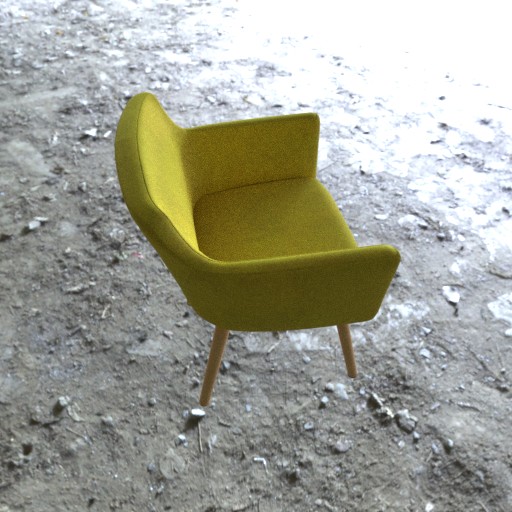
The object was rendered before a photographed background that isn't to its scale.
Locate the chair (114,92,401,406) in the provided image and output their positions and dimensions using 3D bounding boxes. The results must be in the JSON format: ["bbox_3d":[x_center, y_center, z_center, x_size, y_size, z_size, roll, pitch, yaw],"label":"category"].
[{"bbox_3d":[0.000,0.000,1.185,0.570,0.780,0.570,-8,47,-8],"label":"chair"}]
